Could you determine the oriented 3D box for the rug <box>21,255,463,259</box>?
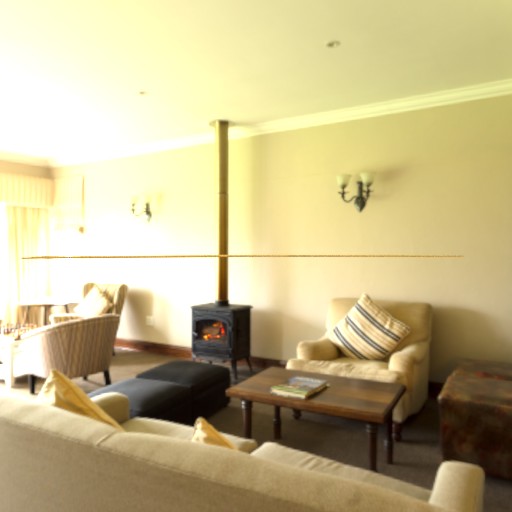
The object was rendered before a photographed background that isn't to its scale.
[{"bbox_3d":[0.000,0.000,2.552,2.340,0.013,0.686,0,1,-18],"label":"rug"}]
